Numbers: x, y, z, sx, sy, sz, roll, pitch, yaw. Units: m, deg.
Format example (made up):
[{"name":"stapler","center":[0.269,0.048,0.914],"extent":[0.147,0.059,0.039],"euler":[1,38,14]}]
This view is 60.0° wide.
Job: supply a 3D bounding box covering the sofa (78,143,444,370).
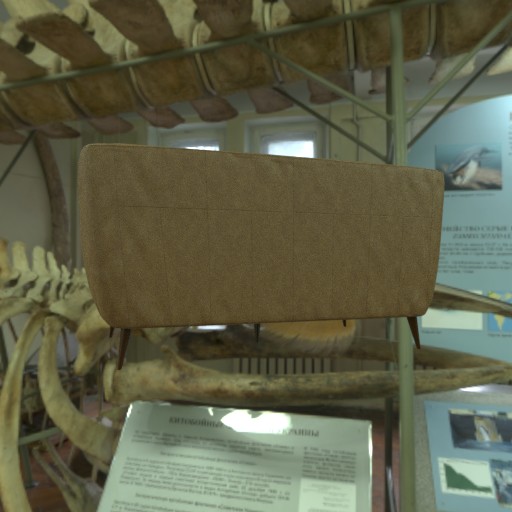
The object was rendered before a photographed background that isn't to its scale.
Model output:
[{"name":"sofa","center":[0.000,0.000,2.291],"extent":[1.731,0.886,0.981],"euler":[0,-1,-18]}]
